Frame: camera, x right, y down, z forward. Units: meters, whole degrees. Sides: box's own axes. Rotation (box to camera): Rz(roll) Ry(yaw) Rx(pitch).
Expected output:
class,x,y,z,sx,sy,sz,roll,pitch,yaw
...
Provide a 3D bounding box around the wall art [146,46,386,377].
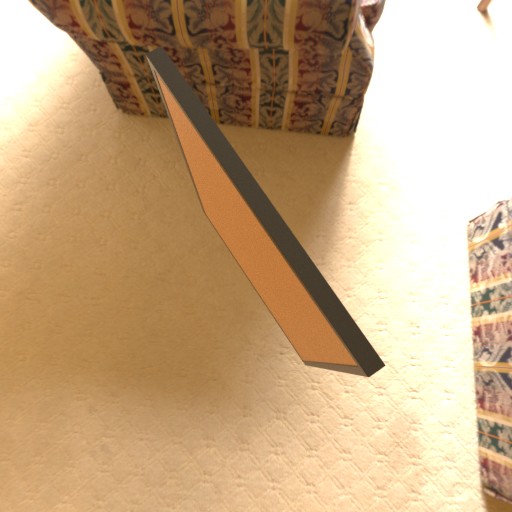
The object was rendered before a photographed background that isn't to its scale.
class,x,y,z,sx,sy,sz,roll,pitch,yaw
wall art,0.000,0.000,1.399,0.039,1.061,0.804,-33,79,-7
